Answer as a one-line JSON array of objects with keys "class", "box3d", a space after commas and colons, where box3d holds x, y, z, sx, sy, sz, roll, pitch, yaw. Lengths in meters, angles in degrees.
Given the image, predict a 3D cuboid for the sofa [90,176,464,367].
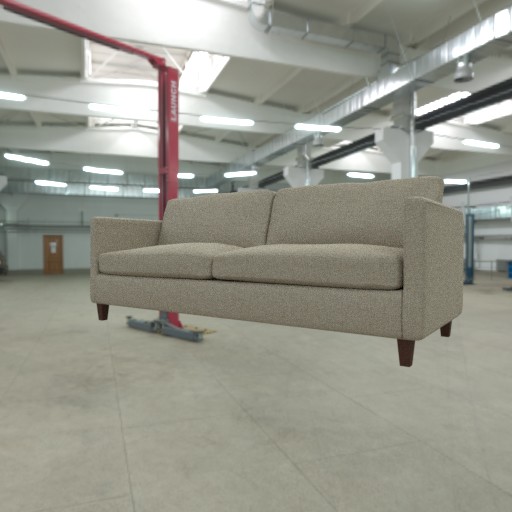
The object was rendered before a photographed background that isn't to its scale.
[{"class": "sofa", "box3d": [0.000, 0.000, 2.990, 2.434, 0.965, 0.951, 1, 1, 35]}]
